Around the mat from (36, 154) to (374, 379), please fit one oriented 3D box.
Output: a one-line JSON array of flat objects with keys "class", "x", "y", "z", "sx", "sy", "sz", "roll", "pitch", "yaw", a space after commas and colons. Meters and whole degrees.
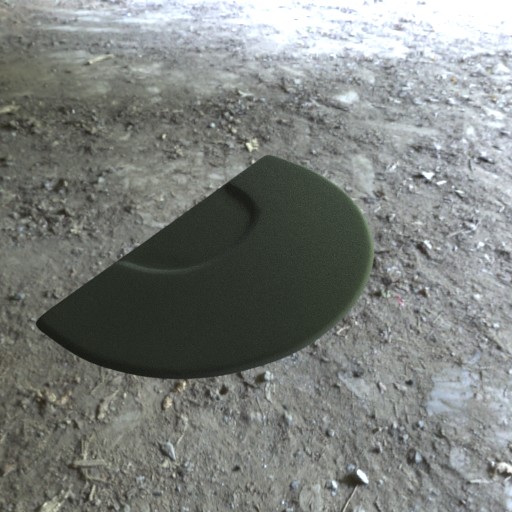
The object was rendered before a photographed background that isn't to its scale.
[{"class": "mat", "x": 0.000, "y": 0.000, "z": 1.863, "sx": 0.917, "sy": 0.022, "sz": 1.525, "roll": 25, "pitch": 47, "yaw": 26}]
